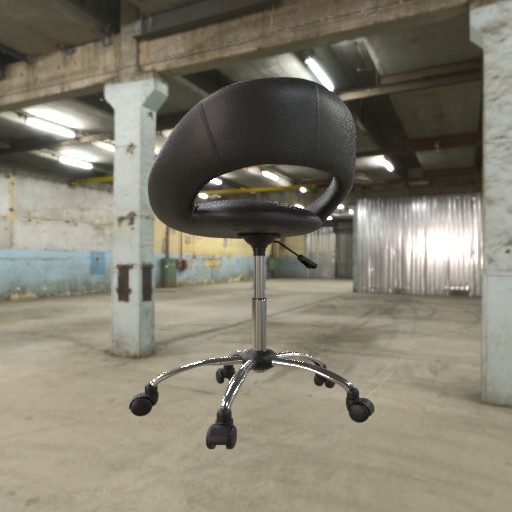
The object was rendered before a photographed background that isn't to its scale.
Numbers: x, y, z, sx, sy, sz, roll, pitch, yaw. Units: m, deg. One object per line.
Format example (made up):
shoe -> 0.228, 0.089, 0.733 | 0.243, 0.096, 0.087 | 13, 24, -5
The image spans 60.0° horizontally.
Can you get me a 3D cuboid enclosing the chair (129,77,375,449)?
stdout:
chair -> 0.000, 0.000, 1.185 | 0.612, 0.791, 0.538 | 1, -2, -36
